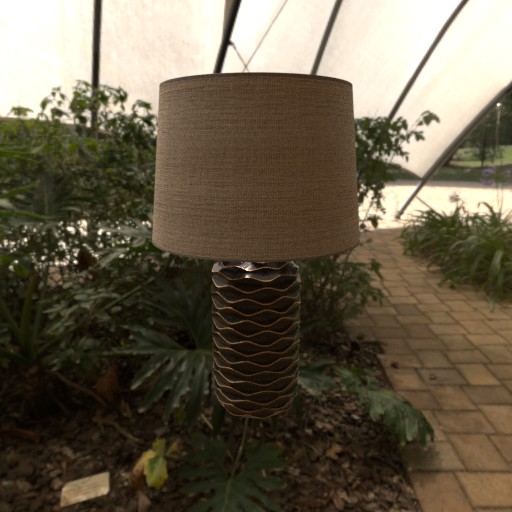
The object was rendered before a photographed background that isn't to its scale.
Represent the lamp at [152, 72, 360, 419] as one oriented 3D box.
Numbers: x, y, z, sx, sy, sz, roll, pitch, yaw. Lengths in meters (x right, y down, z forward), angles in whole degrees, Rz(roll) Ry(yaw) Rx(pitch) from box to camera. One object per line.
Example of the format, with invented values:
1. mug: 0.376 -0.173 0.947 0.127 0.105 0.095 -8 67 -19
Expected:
1. lamp: 0.000 0.000 0.831 0.376 0.594 0.376 0 14 0
